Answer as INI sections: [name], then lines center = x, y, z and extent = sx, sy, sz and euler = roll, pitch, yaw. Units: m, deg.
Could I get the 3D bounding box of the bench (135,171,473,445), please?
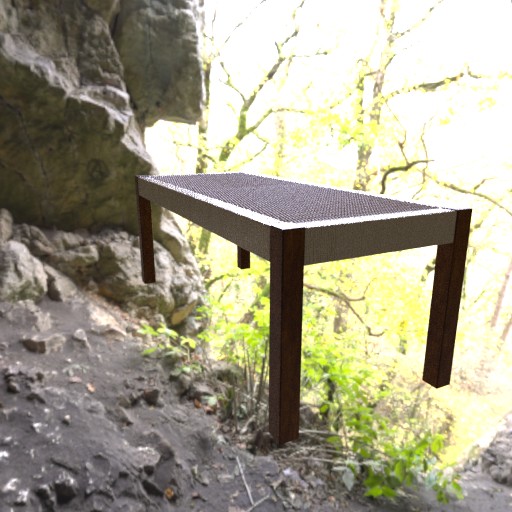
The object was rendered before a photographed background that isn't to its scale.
[bench]
center = 0.000, 0.000, 1.482
extent = 0.507, 0.457, 1.198
euler = -8, 17, -26
